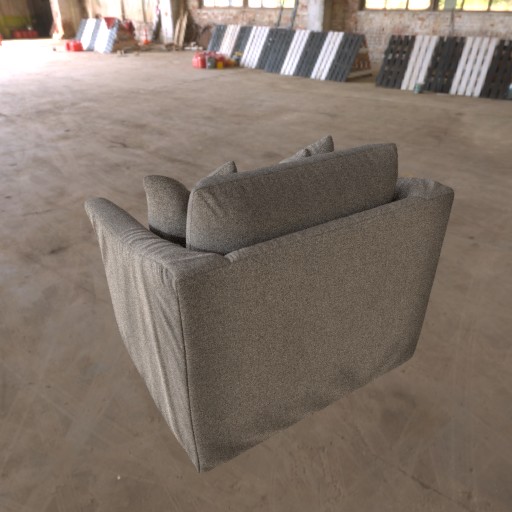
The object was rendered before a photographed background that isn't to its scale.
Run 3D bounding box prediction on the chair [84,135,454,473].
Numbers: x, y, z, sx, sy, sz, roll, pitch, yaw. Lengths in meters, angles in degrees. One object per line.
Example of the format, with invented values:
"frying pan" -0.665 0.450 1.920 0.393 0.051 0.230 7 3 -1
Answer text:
"chair" 0.000 0.000 1.994 1.194 1.059 1.071 -18 35 -28
